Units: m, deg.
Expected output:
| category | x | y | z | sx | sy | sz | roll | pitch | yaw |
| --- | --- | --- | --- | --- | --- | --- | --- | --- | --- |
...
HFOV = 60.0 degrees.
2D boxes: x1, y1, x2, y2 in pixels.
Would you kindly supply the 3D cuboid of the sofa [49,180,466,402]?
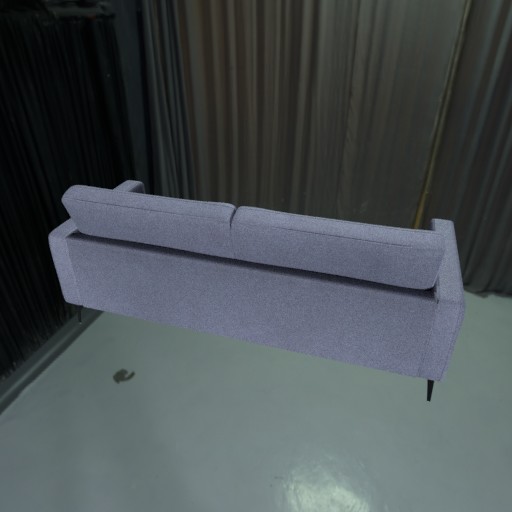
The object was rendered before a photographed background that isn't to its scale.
| category | x | y | z | sx | sy | sz | roll | pitch | yaw |
| --- | --- | --- | --- | --- | --- | --- | --- | --- | --- |
| sofa | 0.000 | 0.000 | 2.323 | 1.925 | 0.828 | 0.774 | 9 | 33 | 15 |
